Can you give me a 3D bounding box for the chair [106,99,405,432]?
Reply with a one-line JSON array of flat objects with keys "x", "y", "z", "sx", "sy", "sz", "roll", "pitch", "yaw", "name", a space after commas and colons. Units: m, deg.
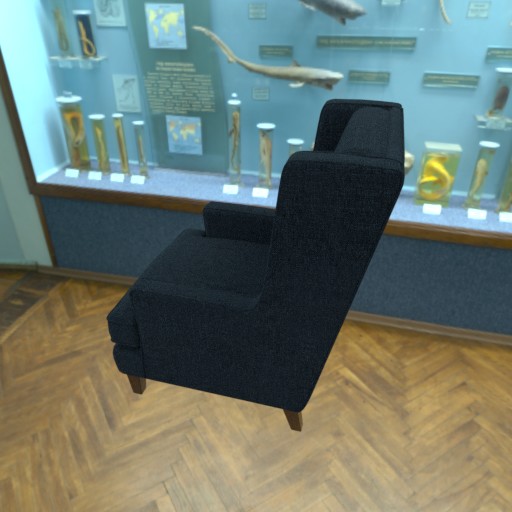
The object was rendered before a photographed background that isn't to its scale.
[{"x": 0.000, "y": 0.000, "z": 1.735, "sx": 0.947, "sy": 1.072, "sz": 0.764, "roll": 8, "pitch": 32, "yaw": 13, "name": "chair"}]
